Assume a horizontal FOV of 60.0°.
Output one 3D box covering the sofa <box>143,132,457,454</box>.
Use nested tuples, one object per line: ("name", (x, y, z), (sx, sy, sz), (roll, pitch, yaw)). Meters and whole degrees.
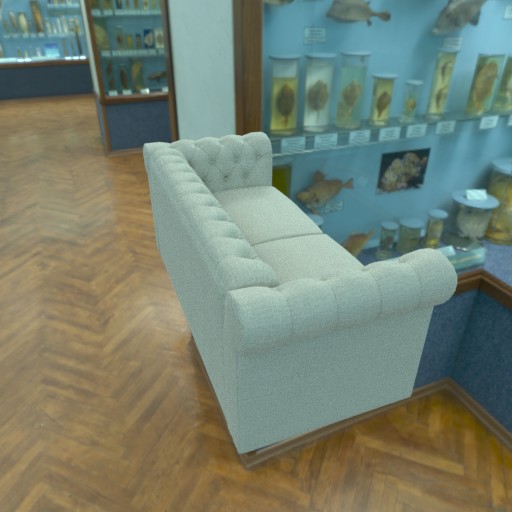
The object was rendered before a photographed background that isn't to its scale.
("sofa", (0.000, 0.000, 2.225), (0.783, 0.797, 1.798), (-11, 32, -18))
